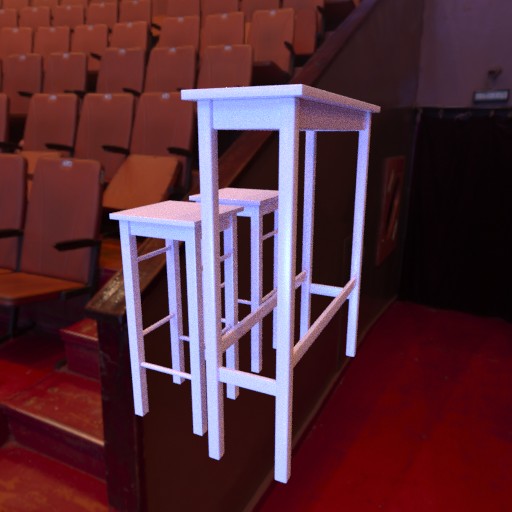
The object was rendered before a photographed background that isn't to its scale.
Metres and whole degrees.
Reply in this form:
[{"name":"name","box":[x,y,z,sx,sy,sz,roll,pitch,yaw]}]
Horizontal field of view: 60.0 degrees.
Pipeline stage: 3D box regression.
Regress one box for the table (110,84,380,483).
[{"name":"table","box":[0.000,0.000,1.618,0.650,1.065,0.915,7,17,24]}]
